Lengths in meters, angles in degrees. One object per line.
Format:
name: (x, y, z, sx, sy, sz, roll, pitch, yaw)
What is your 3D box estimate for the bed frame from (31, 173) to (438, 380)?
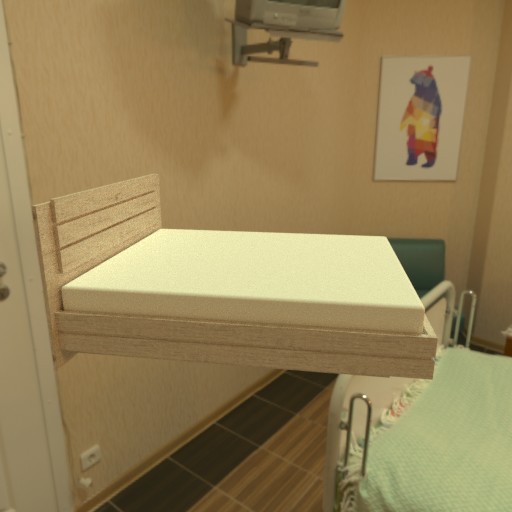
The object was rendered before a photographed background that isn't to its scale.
bed frame: (0.000, 0.000, 3.098, 2.080, 0.970, 1.750, 2, 16, 9)
